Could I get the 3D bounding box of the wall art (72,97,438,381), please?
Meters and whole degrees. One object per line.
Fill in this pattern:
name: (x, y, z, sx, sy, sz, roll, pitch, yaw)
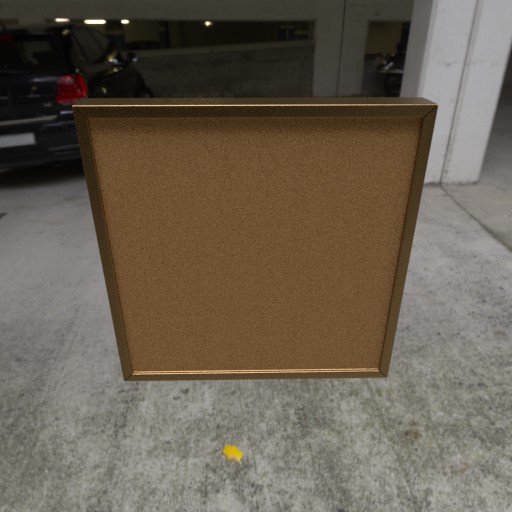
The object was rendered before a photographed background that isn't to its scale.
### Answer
wall art: (0.000, 0.000, 0.456, 0.305, 0.305, 0.037, -1, 28, -1)
